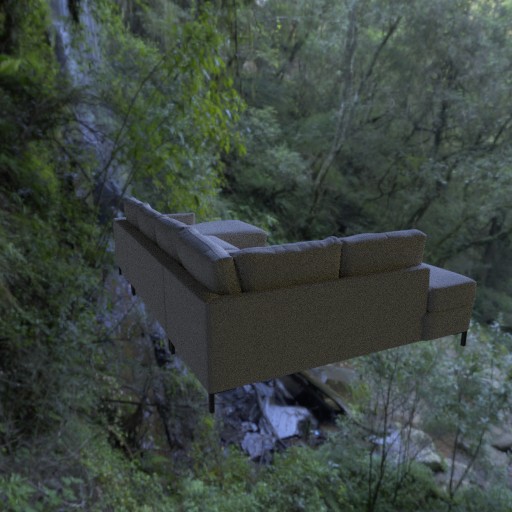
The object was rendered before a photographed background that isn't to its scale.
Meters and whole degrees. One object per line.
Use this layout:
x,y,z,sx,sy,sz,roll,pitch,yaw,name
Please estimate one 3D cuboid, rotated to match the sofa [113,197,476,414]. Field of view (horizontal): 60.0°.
0.000,0.000,3.917,1.989,0.862,2.984,-7,16,-25,sofa
